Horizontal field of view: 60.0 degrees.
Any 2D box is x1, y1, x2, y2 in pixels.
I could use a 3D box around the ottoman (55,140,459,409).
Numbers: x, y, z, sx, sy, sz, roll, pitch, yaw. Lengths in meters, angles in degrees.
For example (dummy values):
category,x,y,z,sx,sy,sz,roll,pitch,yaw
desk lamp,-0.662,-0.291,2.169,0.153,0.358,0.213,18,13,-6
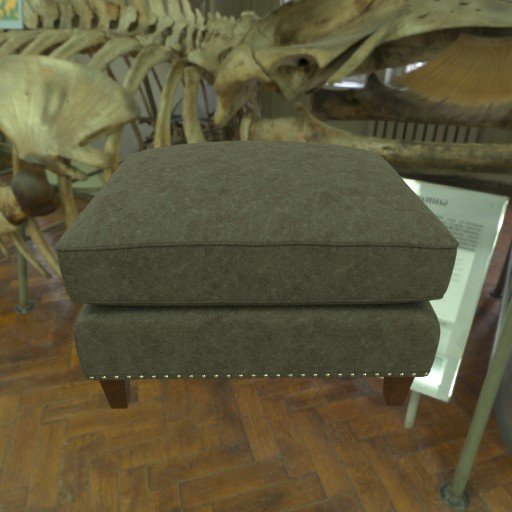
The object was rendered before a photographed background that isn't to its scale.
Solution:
category,x,y,z,sx,sy,sz,roll,pitch,yaw
ottoman,0.000,0.000,1.119,0.741,0.513,0.584,0,29,-1
